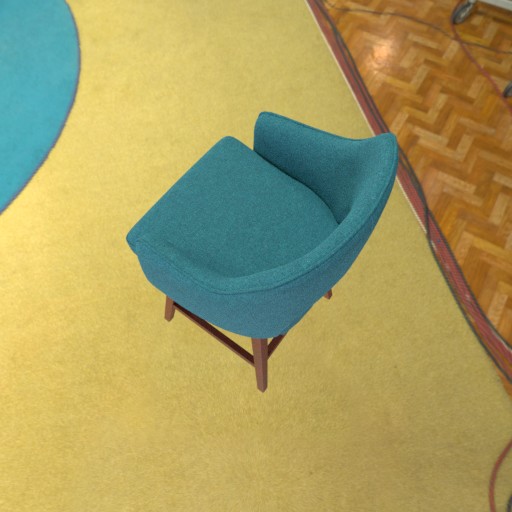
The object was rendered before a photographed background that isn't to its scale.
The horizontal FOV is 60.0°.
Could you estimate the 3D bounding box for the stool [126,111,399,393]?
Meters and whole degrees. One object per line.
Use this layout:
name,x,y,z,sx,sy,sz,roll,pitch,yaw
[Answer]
stool,0.000,0.000,1.317,0.556,0.961,0.548,33,68,16
